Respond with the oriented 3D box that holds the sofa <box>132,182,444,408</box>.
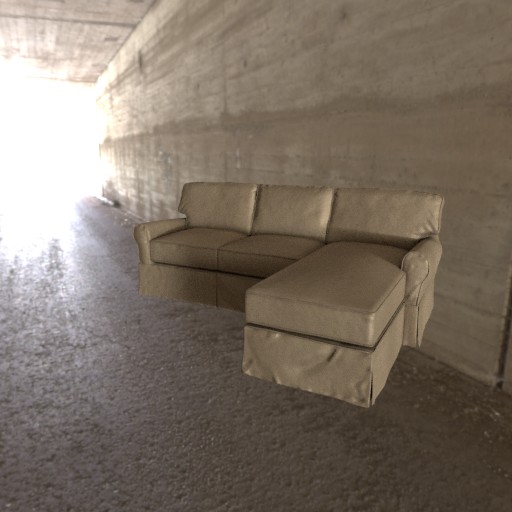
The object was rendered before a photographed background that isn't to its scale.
[{"bbox_3d":[0.000,0.000,3.350,2.475,0.978,1.733,7,15,27],"label":"sofa"}]
